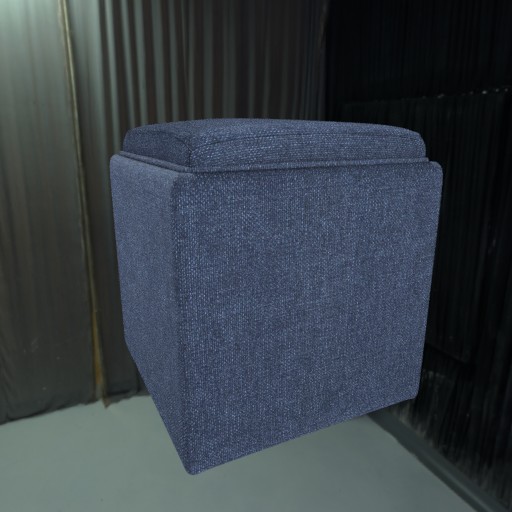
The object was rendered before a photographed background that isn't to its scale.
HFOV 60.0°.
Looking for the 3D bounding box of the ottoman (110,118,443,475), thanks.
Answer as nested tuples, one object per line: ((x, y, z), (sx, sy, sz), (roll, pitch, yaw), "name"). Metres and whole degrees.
((0.000, 0.000, 0.833), (0.436, 0.493, 0.454), (-8, 18, -26), "ottoman")
